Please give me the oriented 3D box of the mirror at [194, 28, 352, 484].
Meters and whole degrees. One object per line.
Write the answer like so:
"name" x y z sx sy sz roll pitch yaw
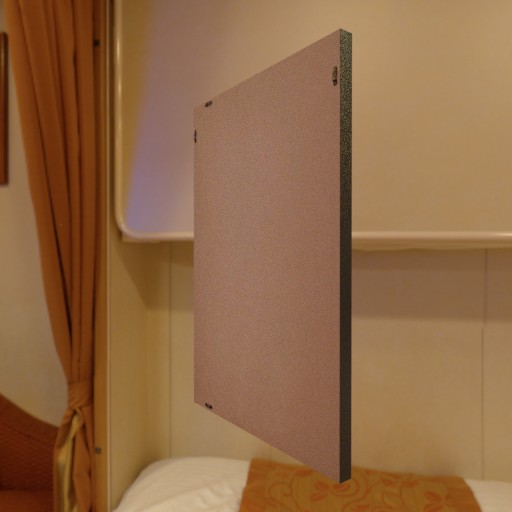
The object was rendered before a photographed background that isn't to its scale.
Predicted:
"mirror" 0.000 0.000 1.144 0.040 0.915 0.609 0 1 -36
